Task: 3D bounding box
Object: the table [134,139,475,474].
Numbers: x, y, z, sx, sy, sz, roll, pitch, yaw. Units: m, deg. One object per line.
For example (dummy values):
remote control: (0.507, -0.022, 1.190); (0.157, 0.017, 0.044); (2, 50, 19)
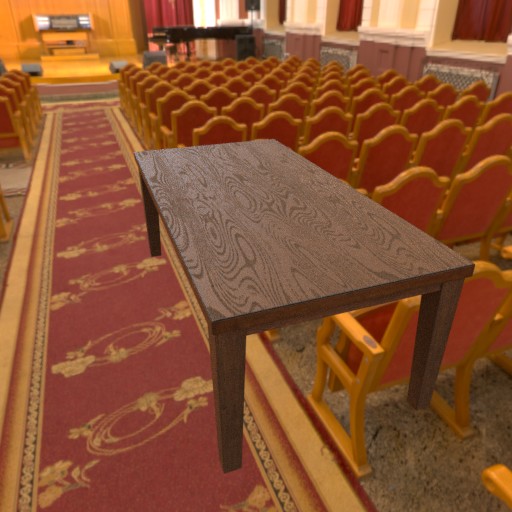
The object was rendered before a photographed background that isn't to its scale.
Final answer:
table: (0.000, 0.000, 2.491); (1.016, 0.762, 1.981); (-10, 30, -18)
